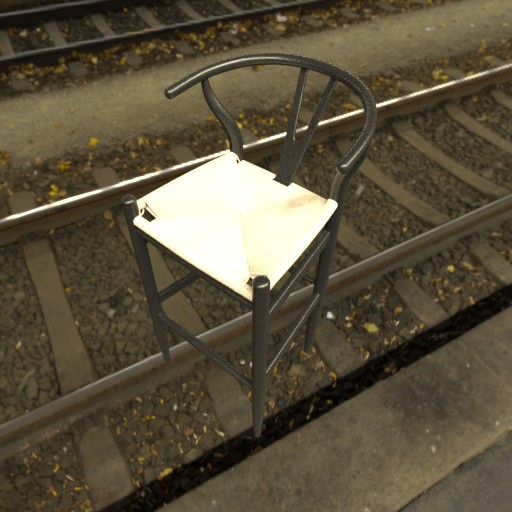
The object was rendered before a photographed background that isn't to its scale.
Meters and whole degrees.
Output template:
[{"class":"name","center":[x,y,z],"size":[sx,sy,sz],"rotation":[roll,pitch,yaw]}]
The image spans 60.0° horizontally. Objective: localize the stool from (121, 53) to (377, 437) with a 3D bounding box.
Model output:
[{"class":"stool","center":[0.000,0.000,1.430],"size":[0.569,1.072,0.579],"rotation":[31,53,26]}]
